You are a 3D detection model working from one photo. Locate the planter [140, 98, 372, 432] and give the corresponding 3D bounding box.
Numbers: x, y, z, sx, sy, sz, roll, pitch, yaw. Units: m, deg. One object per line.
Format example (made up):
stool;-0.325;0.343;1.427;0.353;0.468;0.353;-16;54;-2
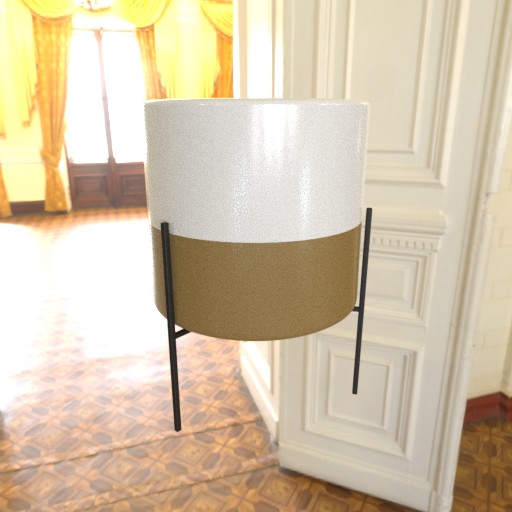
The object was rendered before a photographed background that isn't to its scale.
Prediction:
planter;0.000;0.000;0.655;0.310;0.432;0.310;9;20;26
